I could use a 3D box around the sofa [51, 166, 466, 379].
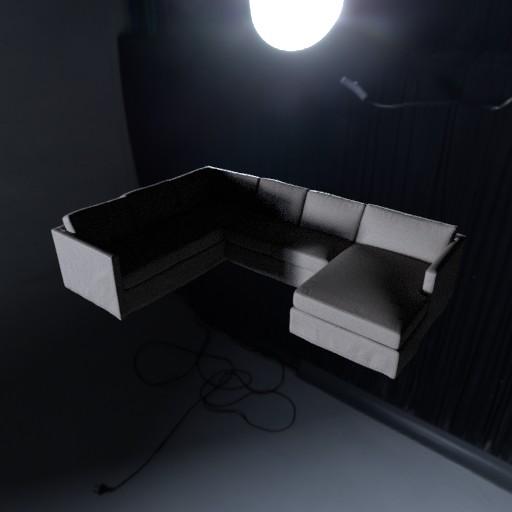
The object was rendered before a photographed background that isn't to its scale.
[{"bbox_3d":[0.000,0.000,4.566,3.460,0.882,2.427,20,34,32],"label":"sofa"}]
